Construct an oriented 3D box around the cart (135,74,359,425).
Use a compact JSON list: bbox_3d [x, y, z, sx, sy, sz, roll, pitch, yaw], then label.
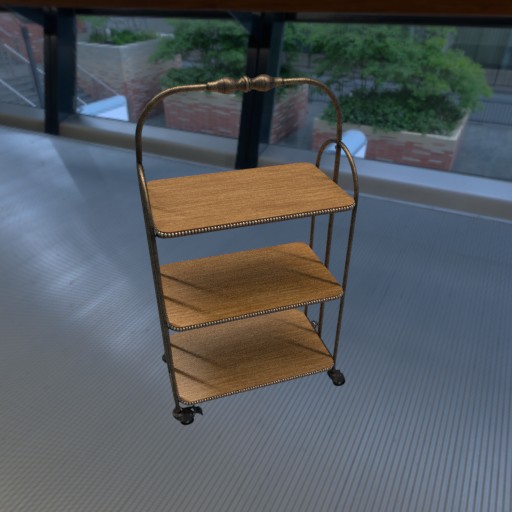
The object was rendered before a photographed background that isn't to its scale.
[{"bbox_3d":[0.000,0.000,1.369,0.650,1.052,0.330,-10,34,-15],"label":"cart"}]
